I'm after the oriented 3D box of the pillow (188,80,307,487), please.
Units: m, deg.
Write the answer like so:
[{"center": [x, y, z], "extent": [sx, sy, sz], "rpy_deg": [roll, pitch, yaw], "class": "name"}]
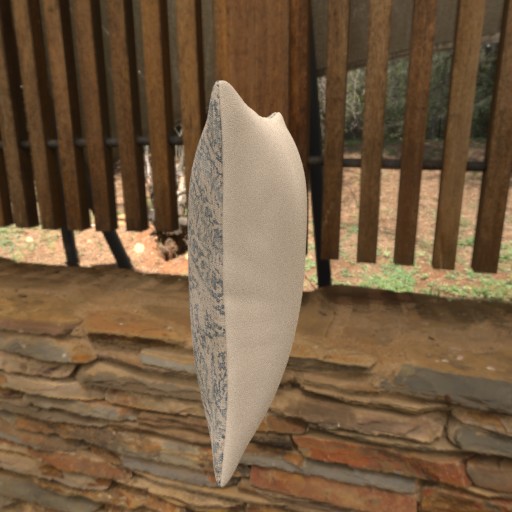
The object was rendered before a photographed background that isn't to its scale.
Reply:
[{"center": [0.000, 0.000, 0.773], "extent": [0.166, 0.510, 0.523], "rpy_deg": [2, 15, 9], "class": "pillow"}]
